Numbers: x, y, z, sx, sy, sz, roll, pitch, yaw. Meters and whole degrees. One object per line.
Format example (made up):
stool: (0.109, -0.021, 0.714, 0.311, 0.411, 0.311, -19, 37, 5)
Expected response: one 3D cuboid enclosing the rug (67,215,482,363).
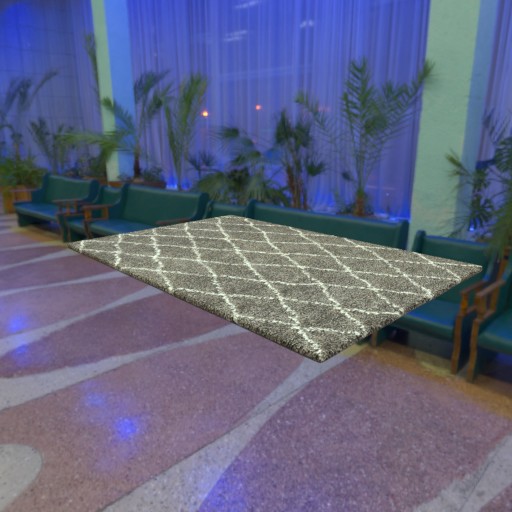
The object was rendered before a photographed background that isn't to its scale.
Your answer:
rug: (0.000, 0.000, 2.264, 1.219, 0.030, 1.778, -15, 22, -42)
